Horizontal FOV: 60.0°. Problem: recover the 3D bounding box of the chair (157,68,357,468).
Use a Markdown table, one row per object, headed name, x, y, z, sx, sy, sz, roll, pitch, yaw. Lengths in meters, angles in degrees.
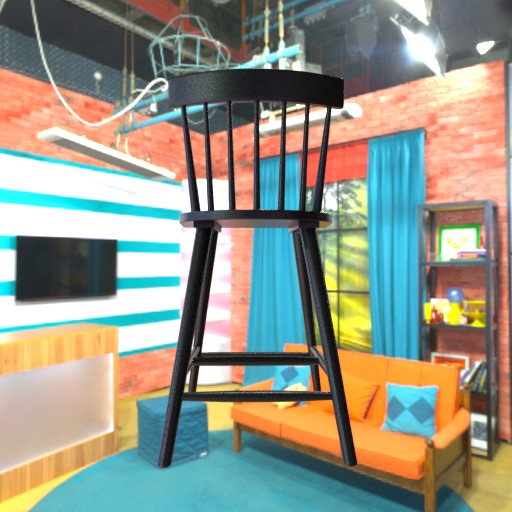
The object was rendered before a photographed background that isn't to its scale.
| name | x | y | z | sx | sy | sz | roll | pitch | yaw |
| --- | --- | --- | --- | --- | --- | --- | --- | --- | --- |
| chair | 0.000 | 0.000 | 1.273 | 0.483 | 0.952 | 0.572 | 0 | -1 | -1 |
